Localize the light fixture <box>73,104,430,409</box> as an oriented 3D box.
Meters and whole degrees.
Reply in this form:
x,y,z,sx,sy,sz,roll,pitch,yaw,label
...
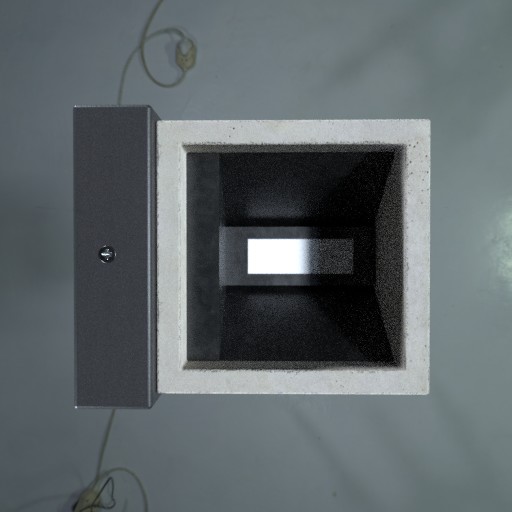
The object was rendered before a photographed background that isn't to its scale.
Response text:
x,y,z,sx,sy,sz,roll,pitch,yaw,label
0.000,0.000,0.234,0.143,0.121,0.121,0,91,1,light fixture
